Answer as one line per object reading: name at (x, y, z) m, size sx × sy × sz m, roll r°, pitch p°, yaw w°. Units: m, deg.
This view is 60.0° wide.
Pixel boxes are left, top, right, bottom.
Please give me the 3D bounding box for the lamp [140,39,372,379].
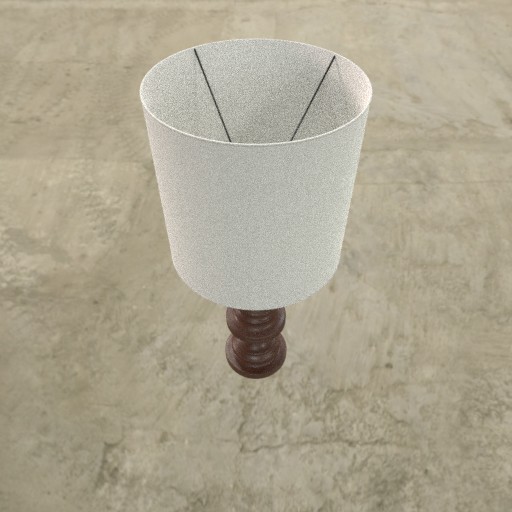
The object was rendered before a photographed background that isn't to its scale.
lamp at (0.000, 0.000, 0.567) m, size 0.208 × 0.455 × 0.208 m, roll 23°, pitch 51°, yaw 21°
